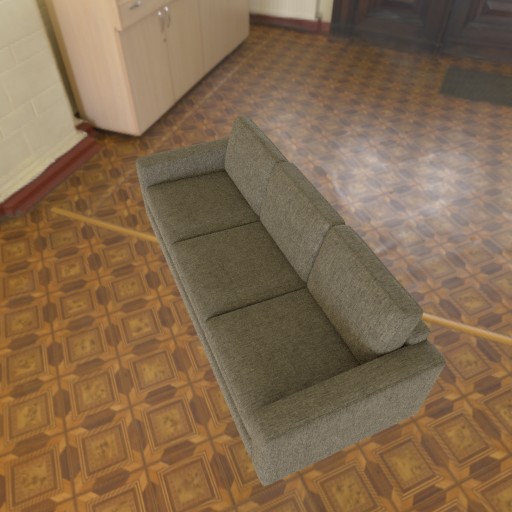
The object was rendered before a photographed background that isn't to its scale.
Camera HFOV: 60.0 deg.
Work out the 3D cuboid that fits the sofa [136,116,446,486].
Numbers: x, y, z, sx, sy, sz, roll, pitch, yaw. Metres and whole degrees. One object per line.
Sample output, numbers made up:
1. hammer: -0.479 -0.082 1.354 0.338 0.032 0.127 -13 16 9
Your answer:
1. sofa: 0.000 0.000 2.605 0.900 0.800 2.160 -17 48 -17
